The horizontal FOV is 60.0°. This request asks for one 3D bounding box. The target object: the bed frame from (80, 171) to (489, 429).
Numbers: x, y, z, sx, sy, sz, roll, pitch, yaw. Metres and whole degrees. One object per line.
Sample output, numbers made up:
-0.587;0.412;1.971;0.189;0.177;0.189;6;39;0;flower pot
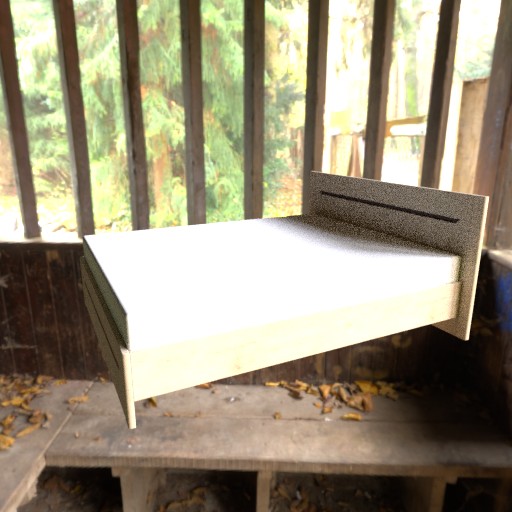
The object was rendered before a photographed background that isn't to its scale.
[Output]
0.000;0.000;2.982;2.080;0.900;1.800;-8;18;-26;bed frame
